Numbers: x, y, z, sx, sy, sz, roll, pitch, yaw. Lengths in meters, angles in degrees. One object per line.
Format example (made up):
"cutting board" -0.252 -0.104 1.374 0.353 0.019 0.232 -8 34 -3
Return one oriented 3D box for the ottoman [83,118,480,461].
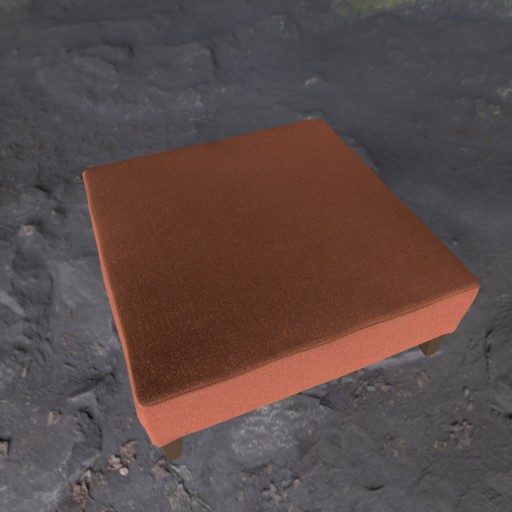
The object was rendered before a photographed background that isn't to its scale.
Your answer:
"ottoman" 0.000 0.000 1.550 0.999 0.438 0.997 -17 49 -15
